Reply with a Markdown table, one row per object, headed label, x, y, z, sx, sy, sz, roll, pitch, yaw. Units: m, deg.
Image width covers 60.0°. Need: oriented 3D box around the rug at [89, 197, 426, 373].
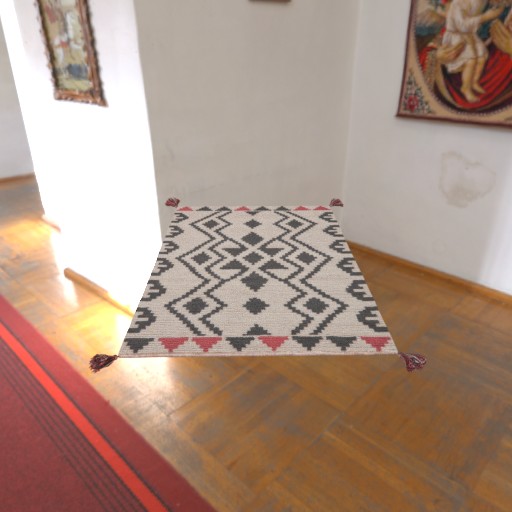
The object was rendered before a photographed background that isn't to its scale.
| label | x | y | z | sx | sy | sz | roll | pitch | yaw |
| --- | --- | --- | --- | --- | --- | --- | --- | --- | --- |
| rug | 0.000 | 0.000 | 2.727 | 1.444 | 0.067 | 2.069 | 0 | 27 | -1 |
